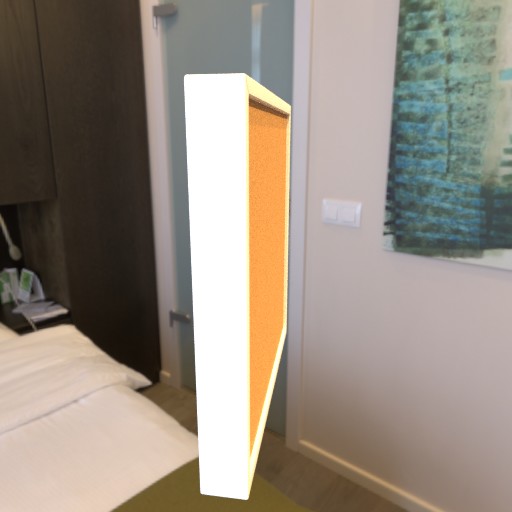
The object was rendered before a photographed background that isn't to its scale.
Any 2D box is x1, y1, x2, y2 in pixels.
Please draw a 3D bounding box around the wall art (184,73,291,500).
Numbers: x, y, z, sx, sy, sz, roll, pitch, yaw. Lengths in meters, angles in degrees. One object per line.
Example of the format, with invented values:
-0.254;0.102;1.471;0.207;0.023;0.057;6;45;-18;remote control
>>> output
0.000;0.000;0.446;0.038;0.305;0.305;2;15;9;wall art
